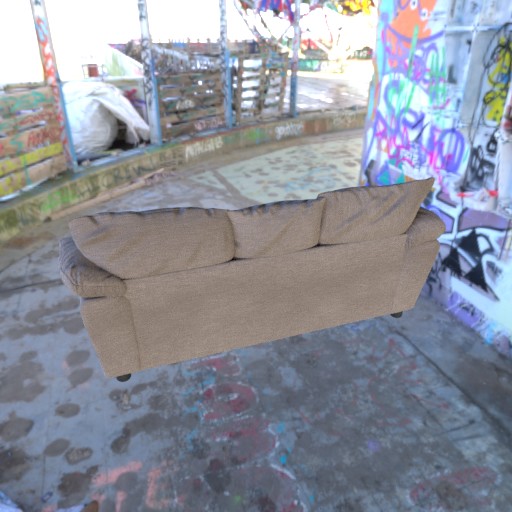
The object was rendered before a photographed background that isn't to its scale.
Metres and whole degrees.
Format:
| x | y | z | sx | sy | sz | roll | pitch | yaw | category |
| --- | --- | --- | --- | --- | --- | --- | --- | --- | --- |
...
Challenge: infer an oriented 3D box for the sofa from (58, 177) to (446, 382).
| x | y | z | sx | sy | sz | roll | pitch | yaw | category |
| --- | --- | --- | --- | --- | --- | --- | --- | --- | --- |
| 0.000 | 0.000 | 2.943 | 2.390 | 1.043 | 0.927 | -9 | 28 | -18 | sofa |
